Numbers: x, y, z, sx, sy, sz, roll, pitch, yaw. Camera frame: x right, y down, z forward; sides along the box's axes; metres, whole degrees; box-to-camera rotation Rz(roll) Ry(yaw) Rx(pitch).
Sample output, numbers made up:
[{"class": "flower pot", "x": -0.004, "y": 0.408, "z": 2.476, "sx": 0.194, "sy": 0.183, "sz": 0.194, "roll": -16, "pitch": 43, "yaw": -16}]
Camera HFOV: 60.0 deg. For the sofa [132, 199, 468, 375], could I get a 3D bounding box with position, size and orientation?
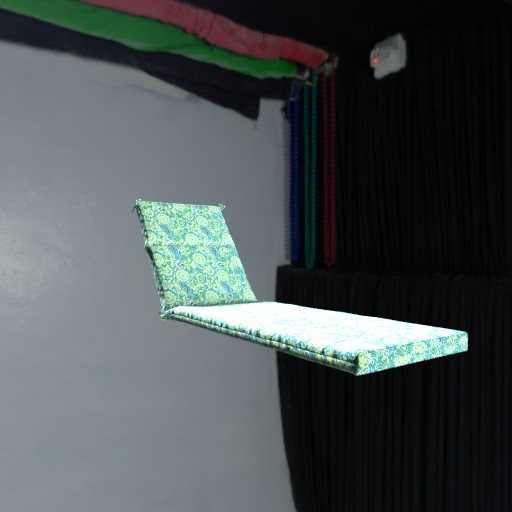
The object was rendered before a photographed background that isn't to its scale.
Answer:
[{"class": "sofa", "x": 0.000, "y": 0.000, "z": 1.948, "sx": 0.582, "sy": 0.622, "sz": 1.663, "roll": 0, "pitch": 1, "yaw": -35}]
